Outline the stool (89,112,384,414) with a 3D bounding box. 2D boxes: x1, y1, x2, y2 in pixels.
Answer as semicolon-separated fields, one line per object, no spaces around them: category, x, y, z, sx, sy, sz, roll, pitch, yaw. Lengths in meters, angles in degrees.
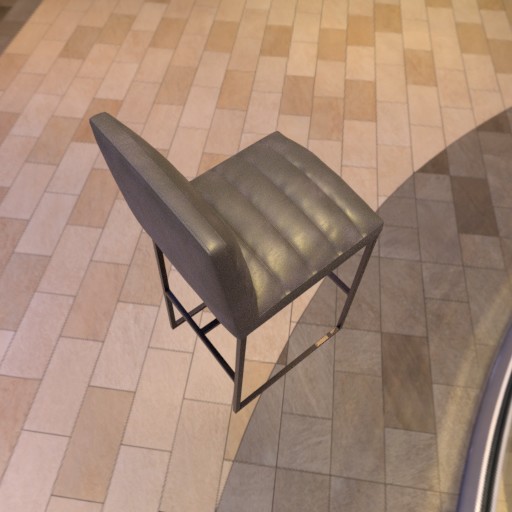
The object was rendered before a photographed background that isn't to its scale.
stool;0.000;0.000;1.346;0.562;1.065;0.463;-34;63;-20
